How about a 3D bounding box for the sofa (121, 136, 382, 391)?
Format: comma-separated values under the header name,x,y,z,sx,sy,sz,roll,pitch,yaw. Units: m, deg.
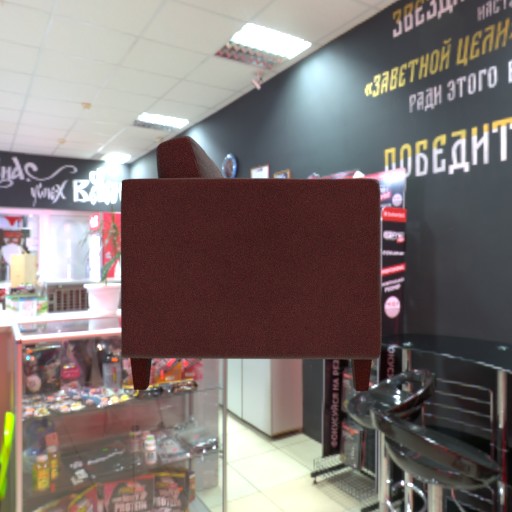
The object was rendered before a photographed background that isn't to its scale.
name,x,y,z,sx,sy,sz,roll,pitch,yaw
sofa,0.000,0.000,2.467,0.950,0.963,1.884,0,1,1
